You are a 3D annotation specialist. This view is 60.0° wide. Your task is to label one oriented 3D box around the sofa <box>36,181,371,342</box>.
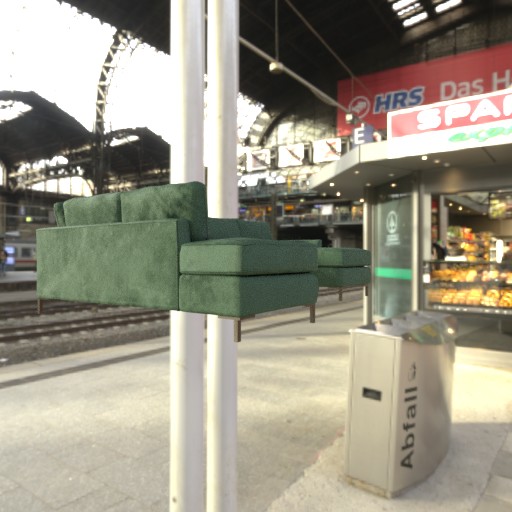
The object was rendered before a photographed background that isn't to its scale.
[{"bbox_3d":[0.000,0.000,3.911,1.992,0.861,2.994,0,0,35],"label":"sofa"}]
